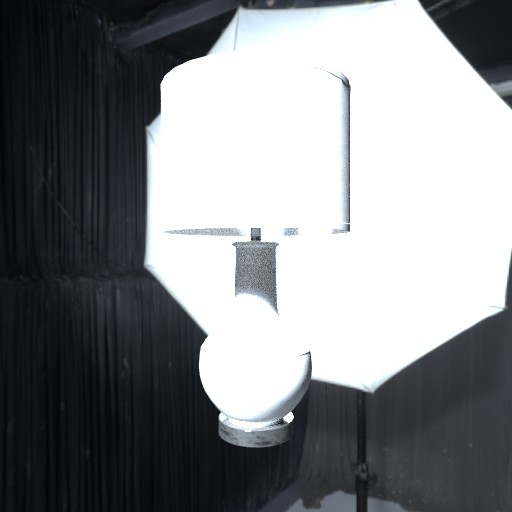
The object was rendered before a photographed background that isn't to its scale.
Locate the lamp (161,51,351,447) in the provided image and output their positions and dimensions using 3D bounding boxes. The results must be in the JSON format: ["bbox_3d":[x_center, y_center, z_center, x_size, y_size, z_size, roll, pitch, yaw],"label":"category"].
[{"bbox_3d":[0.000,0.000,0.849,0.357,0.673,0.357,0,0,36],"label":"lamp"}]
